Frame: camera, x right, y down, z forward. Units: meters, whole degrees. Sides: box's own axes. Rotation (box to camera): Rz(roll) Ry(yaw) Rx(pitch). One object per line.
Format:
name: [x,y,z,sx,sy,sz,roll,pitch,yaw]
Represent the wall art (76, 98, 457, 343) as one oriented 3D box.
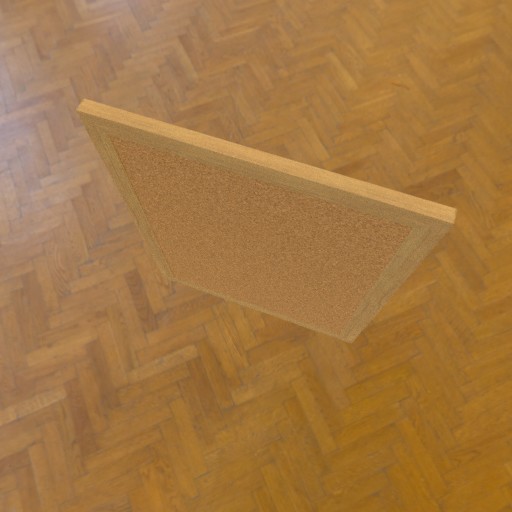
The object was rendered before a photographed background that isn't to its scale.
wall art: [0.000,0.000,0.767,0.460,0.561,0.020,18,67,8]
